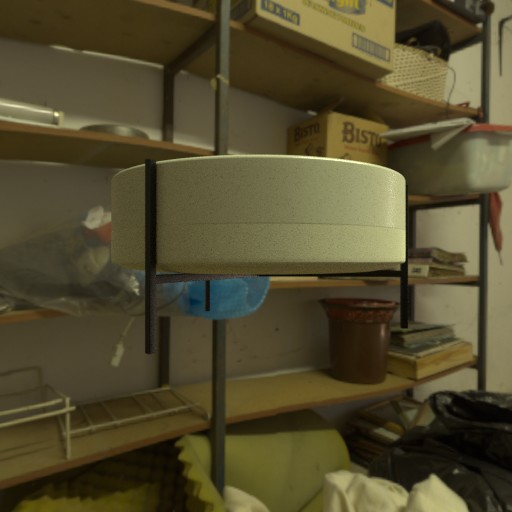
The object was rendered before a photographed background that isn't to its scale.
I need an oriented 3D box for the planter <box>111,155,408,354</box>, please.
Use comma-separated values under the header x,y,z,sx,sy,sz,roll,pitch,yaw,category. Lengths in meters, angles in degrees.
x,y,z,sx,sy,sz,roll,pitch,yaw,category
0.000,0.000,0.529,0.336,0.171,0.345,0,0,33,planter
